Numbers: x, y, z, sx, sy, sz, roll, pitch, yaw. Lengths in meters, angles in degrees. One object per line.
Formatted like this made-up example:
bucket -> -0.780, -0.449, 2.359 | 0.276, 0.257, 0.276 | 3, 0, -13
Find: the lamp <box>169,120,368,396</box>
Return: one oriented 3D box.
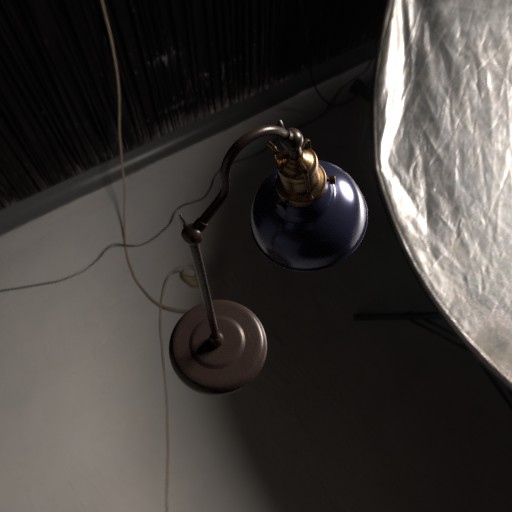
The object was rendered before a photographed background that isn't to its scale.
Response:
lamp -> 0.000, 0.000, 0.680 | 0.374, 0.508, 0.192 | -31, 64, -17
